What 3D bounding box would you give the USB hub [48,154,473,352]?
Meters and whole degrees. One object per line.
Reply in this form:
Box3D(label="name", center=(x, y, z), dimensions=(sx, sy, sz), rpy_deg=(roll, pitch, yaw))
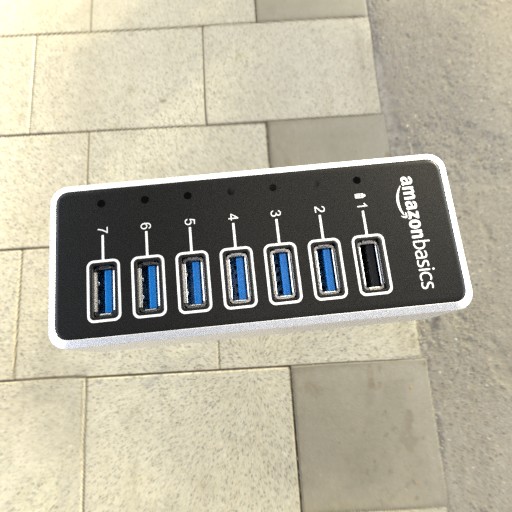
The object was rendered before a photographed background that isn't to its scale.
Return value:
Box3D(label="USB hub", center=(0.000, 0.000, 0.128), dimensions=(0.110, 0.023, 0.044), rpy_deg=(-6, 76, -1))
